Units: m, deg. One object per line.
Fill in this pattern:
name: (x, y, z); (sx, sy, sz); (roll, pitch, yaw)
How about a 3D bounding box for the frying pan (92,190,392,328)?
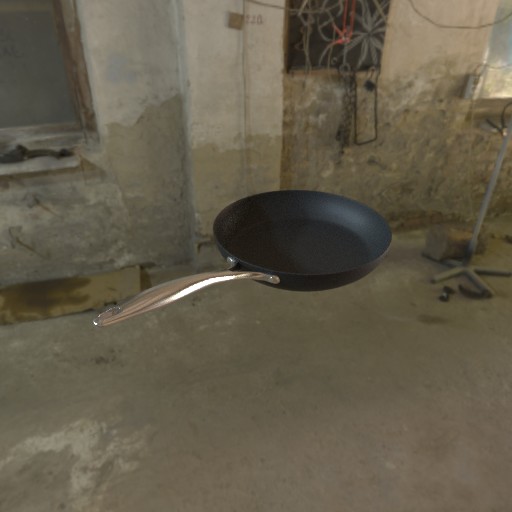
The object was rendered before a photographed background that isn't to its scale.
frying pan: (0.000, 0.000, 0.568); (0.255, 0.105, 0.472); (22, 38, 31)
